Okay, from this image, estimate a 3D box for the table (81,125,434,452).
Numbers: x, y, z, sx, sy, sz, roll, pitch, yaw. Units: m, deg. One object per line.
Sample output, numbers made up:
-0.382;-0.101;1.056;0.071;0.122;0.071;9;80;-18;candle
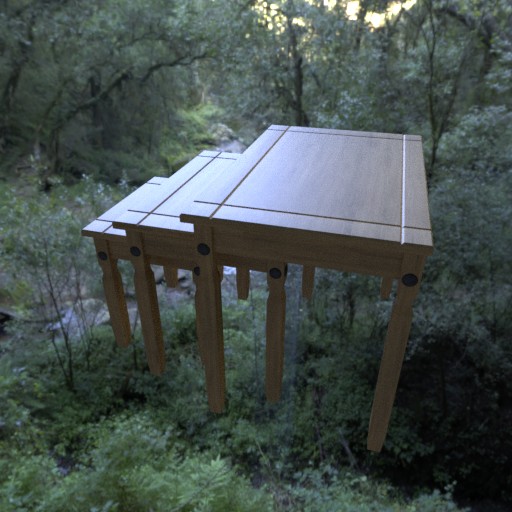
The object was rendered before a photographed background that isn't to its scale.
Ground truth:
0.000;0.000;1.195;0.773;0.535;0.660;8;32;14;table
